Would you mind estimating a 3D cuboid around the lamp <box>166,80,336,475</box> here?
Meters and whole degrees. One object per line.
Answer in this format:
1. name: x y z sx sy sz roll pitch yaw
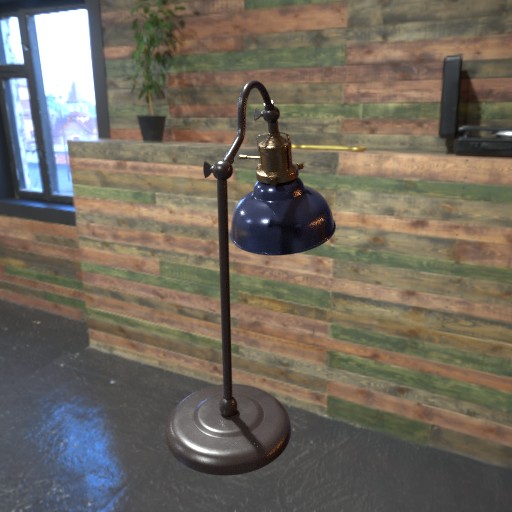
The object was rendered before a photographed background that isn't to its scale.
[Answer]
1. lamp: 0.000 0.000 0.688 0.192 0.508 0.374 9 19 26
